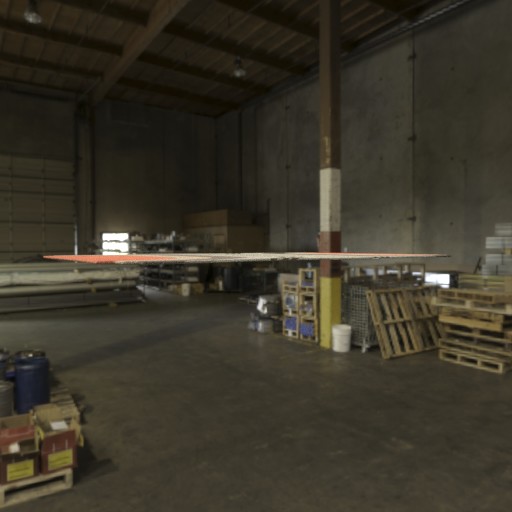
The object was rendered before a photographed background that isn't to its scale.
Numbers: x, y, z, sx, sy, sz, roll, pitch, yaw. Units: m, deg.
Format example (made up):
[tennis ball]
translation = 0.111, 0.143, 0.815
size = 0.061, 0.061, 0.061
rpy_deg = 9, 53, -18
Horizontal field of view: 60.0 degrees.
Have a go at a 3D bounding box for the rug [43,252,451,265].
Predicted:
[rug]
translation = 0.000, 0.000, 3.008
size = 2.446, 0.017, 1.530
rpy_deg = -1, 2, -35
